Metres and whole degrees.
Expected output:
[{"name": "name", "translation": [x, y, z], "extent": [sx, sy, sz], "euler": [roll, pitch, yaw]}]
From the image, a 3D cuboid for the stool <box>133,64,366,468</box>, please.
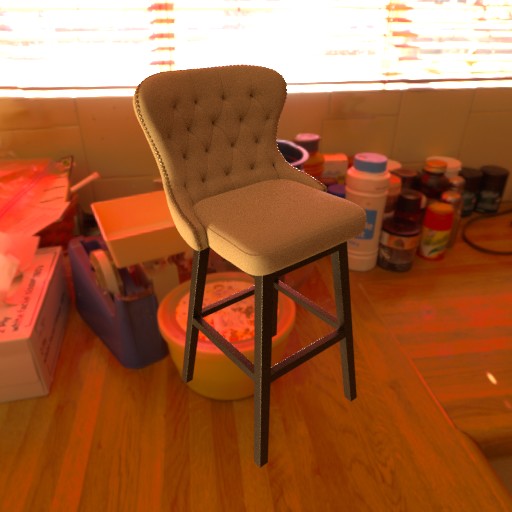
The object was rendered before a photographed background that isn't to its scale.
[{"name": "stool", "translation": [0.000, 0.000, 1.417], "extent": [0.528, 1.066, 0.605], "euler": [-22, 36, -33]}]
